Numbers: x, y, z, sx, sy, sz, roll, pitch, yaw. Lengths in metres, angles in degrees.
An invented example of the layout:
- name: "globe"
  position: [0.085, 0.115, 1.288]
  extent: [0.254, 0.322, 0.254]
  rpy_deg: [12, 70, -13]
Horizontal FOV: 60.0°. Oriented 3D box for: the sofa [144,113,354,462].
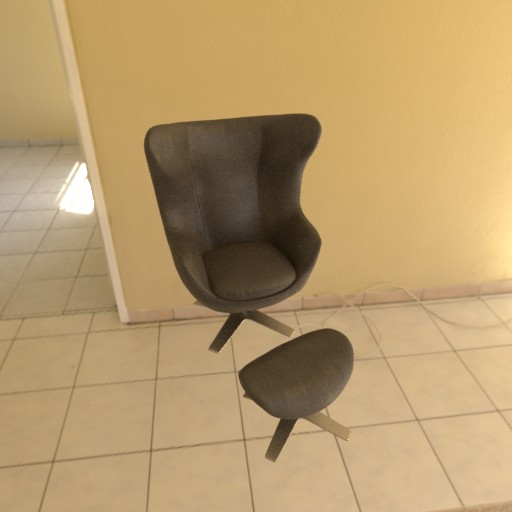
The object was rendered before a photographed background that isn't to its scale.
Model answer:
- name: "sofa"
  position: [0.000, 0.000, 2.181]
  extent: [0.894, 1.135, 1.444]
  rpy_deg: [-9, 33, -15]
